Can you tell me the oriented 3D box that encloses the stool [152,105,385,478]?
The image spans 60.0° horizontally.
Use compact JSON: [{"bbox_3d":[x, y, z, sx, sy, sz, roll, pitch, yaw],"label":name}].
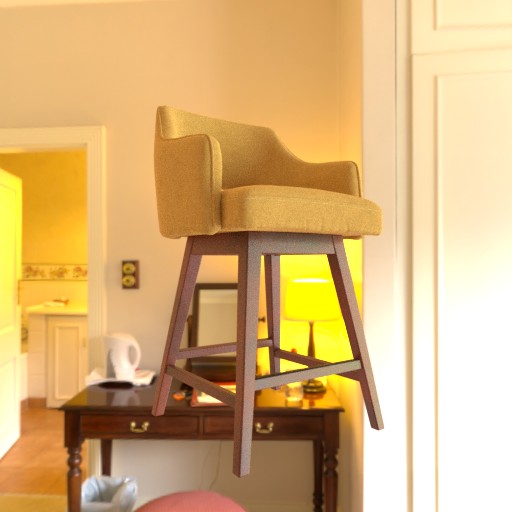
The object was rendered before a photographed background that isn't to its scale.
[{"bbox_3d":[0.000,0.000,1.270,0.548,0.924,0.558,0,-1,-35],"label":"stool"}]
